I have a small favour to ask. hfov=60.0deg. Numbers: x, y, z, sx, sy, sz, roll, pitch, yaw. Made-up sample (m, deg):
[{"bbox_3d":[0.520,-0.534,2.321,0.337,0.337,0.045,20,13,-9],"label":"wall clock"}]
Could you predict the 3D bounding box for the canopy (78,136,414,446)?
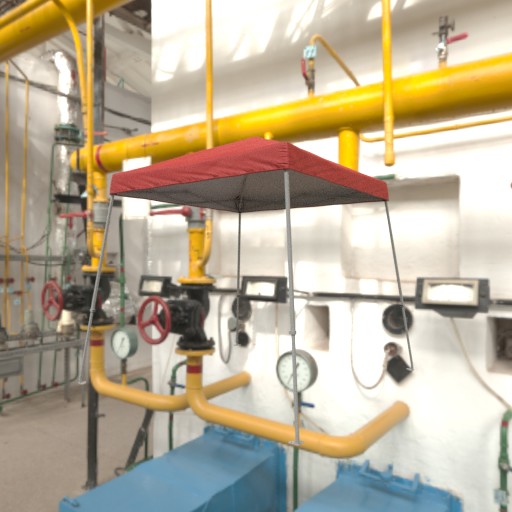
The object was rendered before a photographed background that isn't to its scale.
[{"bbox_3d":[0.000,0.000,6.661,3.599,3.600,3.600,0,-1,36],"label":"canopy"}]
